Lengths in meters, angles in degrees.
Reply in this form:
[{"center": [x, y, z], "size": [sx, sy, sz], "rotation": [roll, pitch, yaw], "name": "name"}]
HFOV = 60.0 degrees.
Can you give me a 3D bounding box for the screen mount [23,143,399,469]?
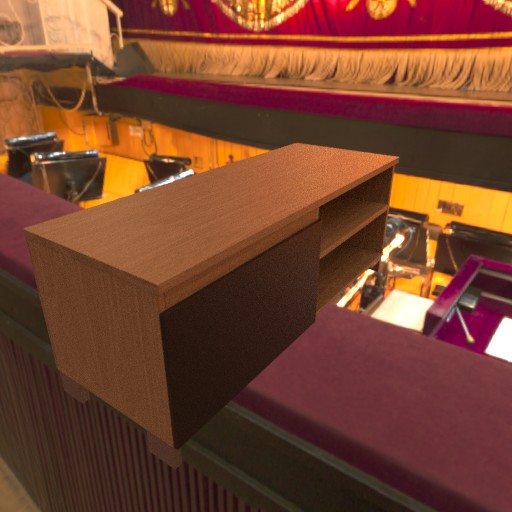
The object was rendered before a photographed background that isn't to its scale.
[{"center": [0.000, 0.000, 1.294], "size": [0.406, 0.432, 1.084], "rotation": [17, 31, 32], "name": "screen mount"}]
